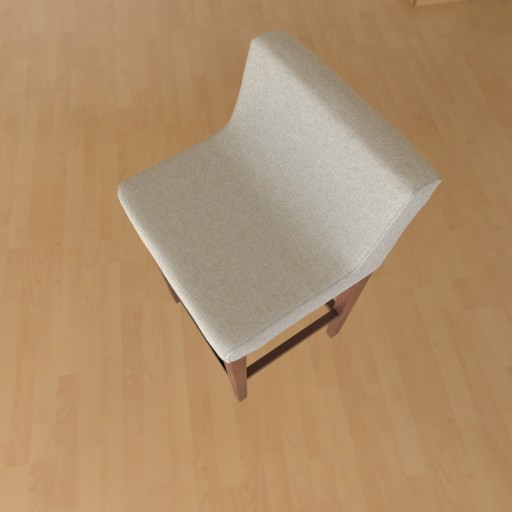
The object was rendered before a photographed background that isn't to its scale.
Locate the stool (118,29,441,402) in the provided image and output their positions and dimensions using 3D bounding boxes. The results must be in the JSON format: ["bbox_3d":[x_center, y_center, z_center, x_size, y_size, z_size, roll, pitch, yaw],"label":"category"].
[{"bbox_3d":[0.000,0.000,1.227,0.500,0.937,0.511,-31,67,-15],"label":"stool"}]
